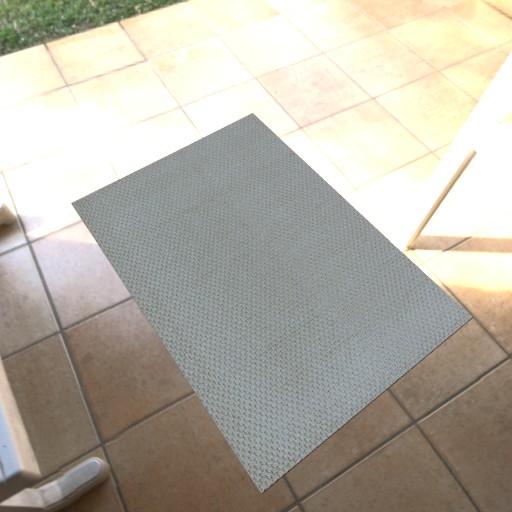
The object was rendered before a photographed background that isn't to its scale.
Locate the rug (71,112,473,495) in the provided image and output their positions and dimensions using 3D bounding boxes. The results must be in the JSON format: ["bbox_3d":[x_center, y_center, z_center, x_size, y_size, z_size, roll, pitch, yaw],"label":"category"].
[{"bbox_3d":[0.000,0.000,2.758,1.509,0.013,2.144,-32,63,-18],"label":"rug"}]
